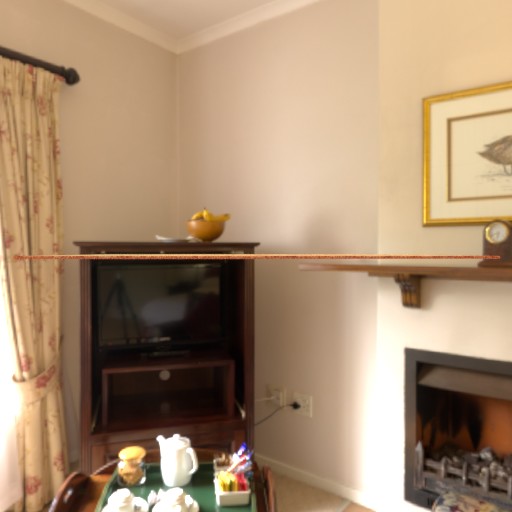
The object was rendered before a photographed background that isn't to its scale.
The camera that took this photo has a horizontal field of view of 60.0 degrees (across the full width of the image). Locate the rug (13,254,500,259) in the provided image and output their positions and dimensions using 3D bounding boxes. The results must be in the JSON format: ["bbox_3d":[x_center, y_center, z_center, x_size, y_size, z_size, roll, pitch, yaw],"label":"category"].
[{"bbox_3d":[0.000,0.000,2.972,2.438,0.015,1.524,0,1,-2],"label":"rug"}]
